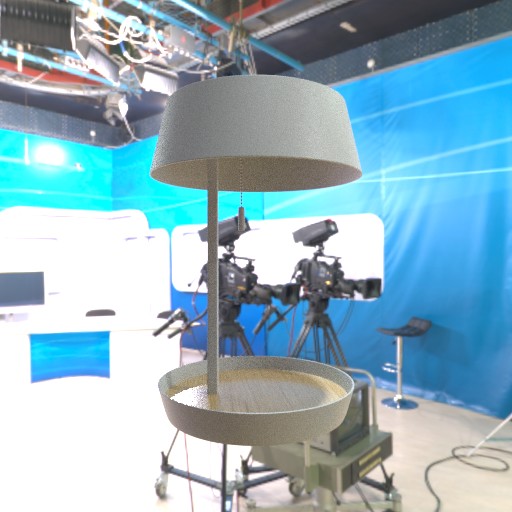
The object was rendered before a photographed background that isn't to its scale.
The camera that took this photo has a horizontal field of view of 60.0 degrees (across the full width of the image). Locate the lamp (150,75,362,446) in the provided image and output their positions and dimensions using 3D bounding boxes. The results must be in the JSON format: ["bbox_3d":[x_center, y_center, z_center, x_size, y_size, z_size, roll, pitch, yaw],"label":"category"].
[{"bbox_3d":[0.000,0.000,0.623,0.291,0.429,0.291,0,1,0],"label":"lamp"}]
